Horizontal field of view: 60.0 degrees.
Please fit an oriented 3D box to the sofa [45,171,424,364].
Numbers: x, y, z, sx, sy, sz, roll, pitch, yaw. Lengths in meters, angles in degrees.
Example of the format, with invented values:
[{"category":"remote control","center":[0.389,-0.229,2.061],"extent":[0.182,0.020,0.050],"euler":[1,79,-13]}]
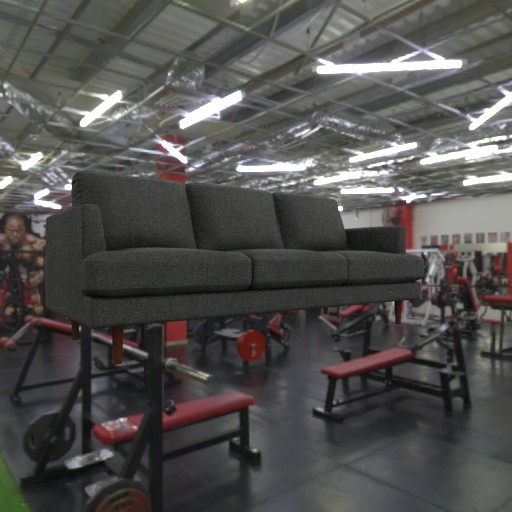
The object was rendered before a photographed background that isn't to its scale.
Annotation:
[{"category":"sofa","center":[0.000,0.000,2.729],"extent":[2.246,0.930,0.903],"euler":[0,0,-36]}]
